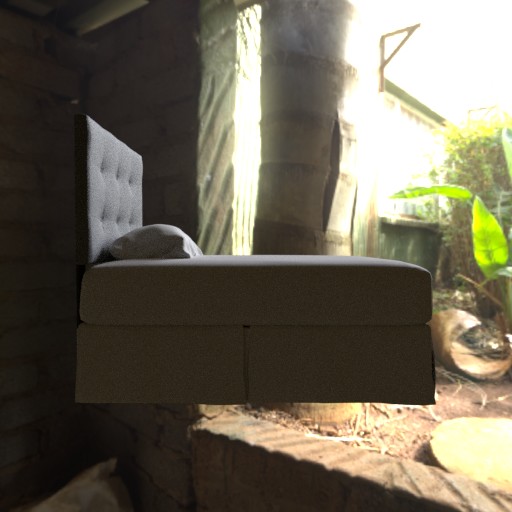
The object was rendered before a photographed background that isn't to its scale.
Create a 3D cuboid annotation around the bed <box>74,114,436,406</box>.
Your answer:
[{"bbox_3d":[0.000,0.000,2.961,1.997,1.571,1.261,0,2,0],"label":"bed"}]
